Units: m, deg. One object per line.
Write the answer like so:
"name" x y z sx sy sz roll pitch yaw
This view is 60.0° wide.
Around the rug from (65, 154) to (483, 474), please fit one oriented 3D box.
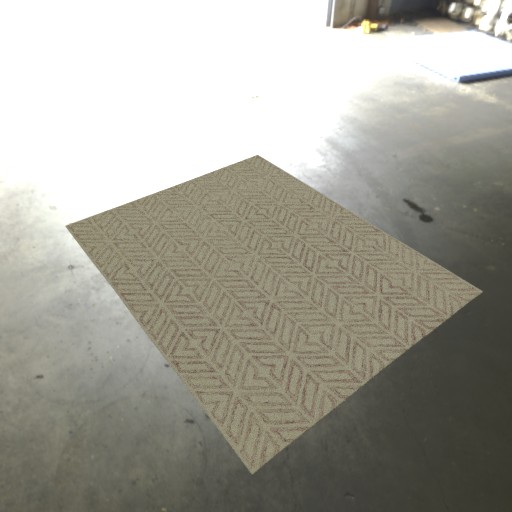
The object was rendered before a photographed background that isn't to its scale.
"rug" 0.000 0.000 4.036 2.421 0.008 3.045 -27 47 -28
